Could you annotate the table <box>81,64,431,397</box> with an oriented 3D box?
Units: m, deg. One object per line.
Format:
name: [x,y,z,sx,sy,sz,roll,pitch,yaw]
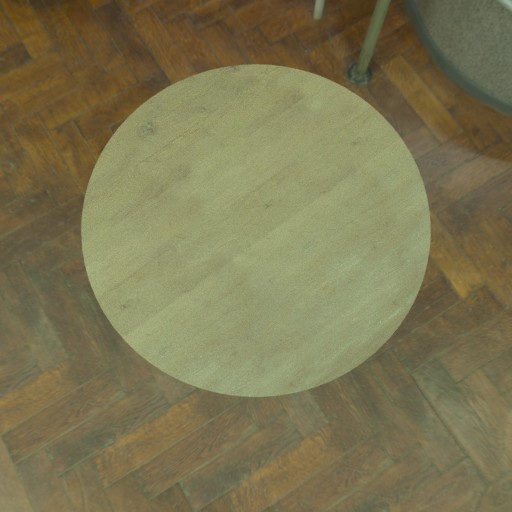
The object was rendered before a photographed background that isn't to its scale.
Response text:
table: [0.000,0.000,1.395,0.800,0.780,0.800,0,76,0]
